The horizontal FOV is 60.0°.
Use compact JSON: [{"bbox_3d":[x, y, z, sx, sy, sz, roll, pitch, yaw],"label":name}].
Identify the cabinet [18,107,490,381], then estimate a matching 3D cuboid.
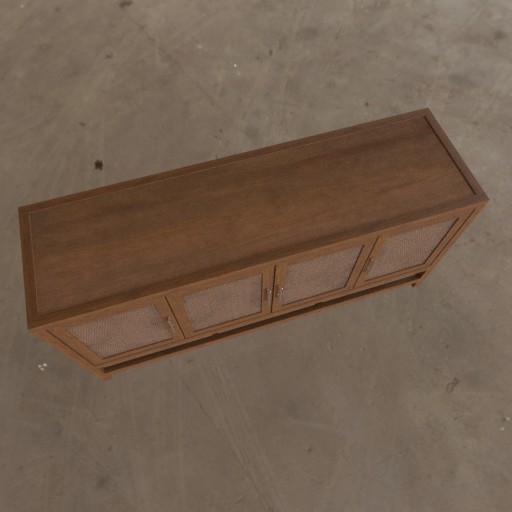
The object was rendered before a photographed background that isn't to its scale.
[{"bbox_3d":[0.000,0.000,2.029,1.708,0.820,0.522,-16,64,-8],"label":"cabinet"}]
